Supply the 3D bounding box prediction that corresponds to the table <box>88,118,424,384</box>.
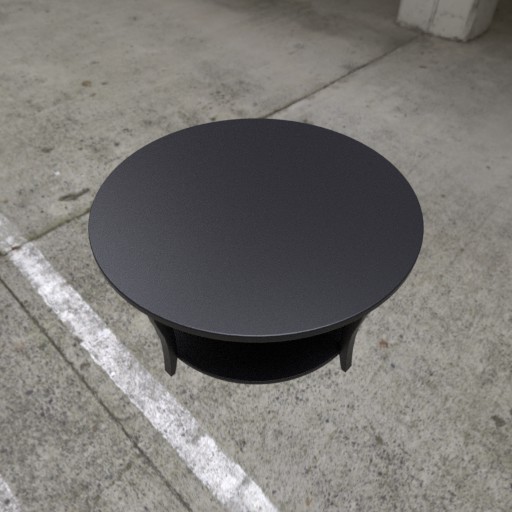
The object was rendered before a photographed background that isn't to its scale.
[{"bbox_3d":[0.000,0.000,1.410,0.914,0.457,0.914,0,46,0],"label":"table"}]
